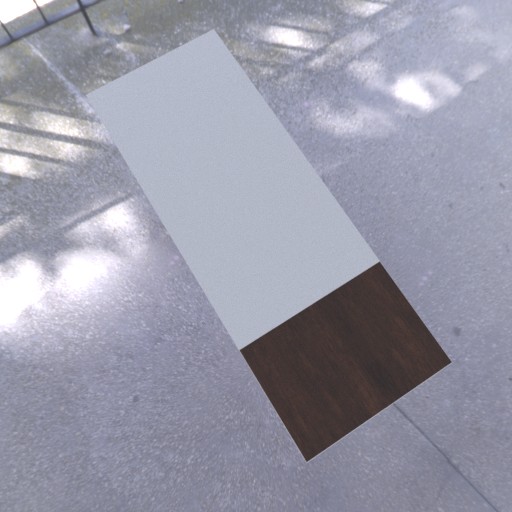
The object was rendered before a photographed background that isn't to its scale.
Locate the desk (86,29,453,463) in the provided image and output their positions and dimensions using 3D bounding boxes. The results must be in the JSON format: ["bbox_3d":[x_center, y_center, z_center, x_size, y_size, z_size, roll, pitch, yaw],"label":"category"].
[{"bbox_3d":[0.000,0.000,1.466,0.409,0.761,1.069,-31,77,-8],"label":"desk"}]
